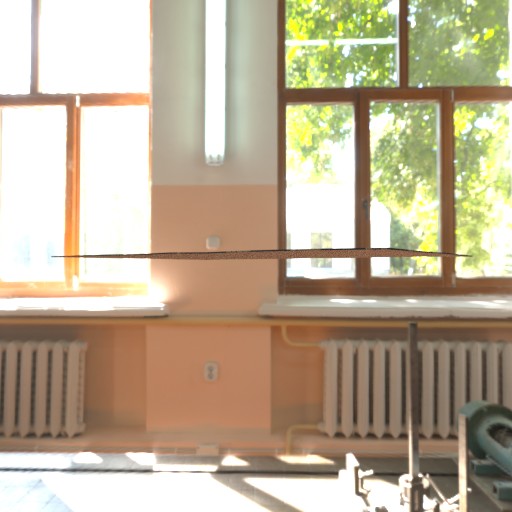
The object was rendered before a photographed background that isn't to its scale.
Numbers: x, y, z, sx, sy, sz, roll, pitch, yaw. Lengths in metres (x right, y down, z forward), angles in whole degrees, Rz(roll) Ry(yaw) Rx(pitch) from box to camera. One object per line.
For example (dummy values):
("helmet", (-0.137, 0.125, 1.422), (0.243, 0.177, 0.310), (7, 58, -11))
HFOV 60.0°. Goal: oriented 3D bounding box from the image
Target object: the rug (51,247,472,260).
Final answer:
("rug", (0.000, 0.000, 2.182), (1.755, 0.010, 1.153), (-1, -2, 36))
